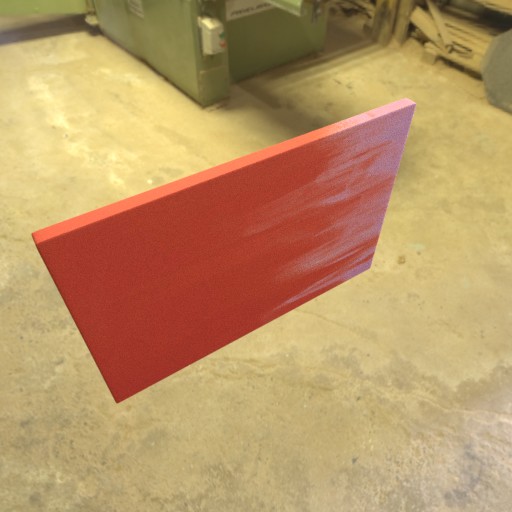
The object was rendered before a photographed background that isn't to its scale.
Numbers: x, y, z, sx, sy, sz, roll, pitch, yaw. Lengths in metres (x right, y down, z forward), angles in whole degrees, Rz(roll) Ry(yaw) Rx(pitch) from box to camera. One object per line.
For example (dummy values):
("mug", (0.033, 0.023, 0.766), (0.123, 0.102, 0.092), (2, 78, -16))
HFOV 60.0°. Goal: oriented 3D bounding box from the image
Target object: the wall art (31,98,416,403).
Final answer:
("wall art", (0.000, 0.000, 1.151), (0.913, 0.609, 0.040), (-25, 51, -22))
